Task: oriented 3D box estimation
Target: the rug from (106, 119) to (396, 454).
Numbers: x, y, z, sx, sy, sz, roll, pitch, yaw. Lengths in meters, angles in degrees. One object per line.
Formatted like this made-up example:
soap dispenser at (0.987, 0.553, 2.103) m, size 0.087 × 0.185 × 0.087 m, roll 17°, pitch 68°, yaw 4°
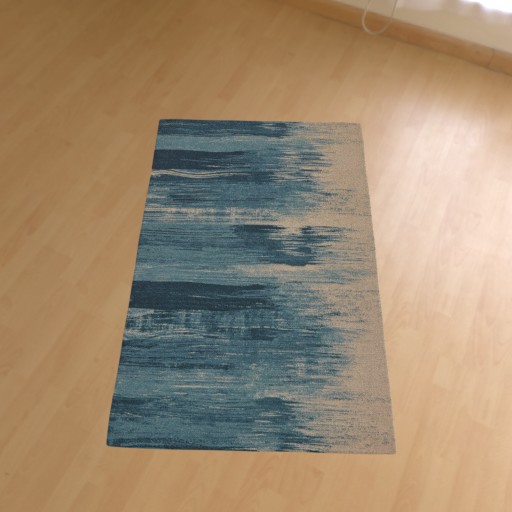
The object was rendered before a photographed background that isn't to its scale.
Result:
rug at (0.000, 0.000, 2.269) m, size 1.232 × 0.009 × 1.836 m, roll 1°, pitch 63°, yaw 1°
